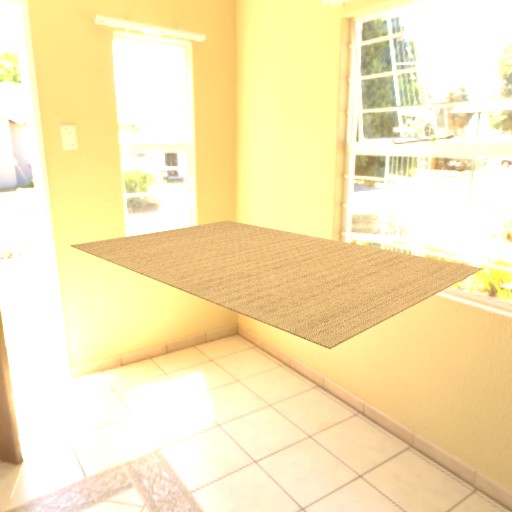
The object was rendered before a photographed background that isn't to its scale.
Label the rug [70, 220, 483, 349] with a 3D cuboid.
[{"bbox_3d":[0.000,0.000,2.211,1.142,0.006,1.752,-14,20,-43],"label":"rug"}]
